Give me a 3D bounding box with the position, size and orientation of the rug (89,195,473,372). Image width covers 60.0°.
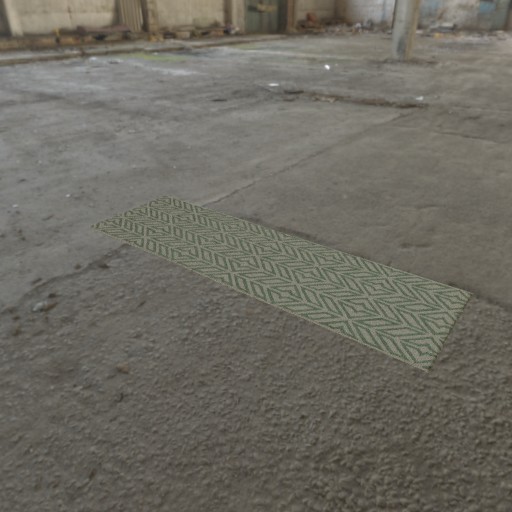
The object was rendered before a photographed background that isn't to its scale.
[{"bbox_3d":[0.000,0.000,2.817,2.435,0.009,0.750,20,35,31],"label":"rug"}]
